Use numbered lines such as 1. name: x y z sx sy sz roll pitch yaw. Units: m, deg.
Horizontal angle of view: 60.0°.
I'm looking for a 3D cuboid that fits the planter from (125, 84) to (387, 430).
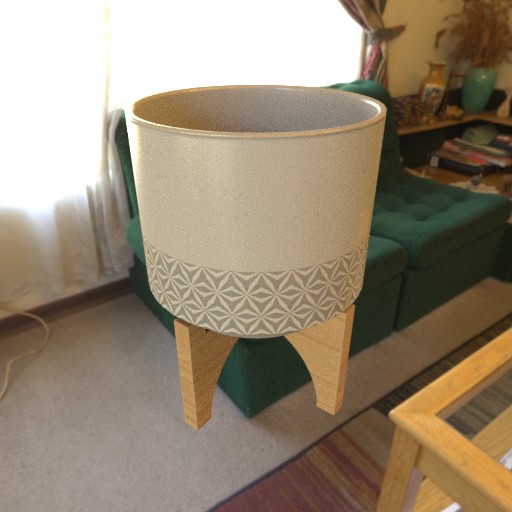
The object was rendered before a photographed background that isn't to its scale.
1. planter: 0.000 0.000 0.517 0.249 0.343 0.249 0 29 0
